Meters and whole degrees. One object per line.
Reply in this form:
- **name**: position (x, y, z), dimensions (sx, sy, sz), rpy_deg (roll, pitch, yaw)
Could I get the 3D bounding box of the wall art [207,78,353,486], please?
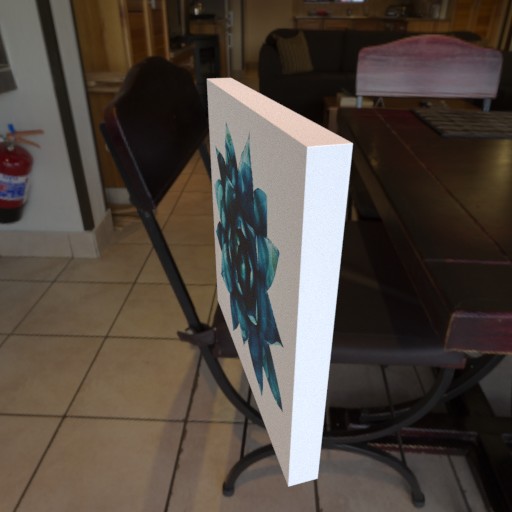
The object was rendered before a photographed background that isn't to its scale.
- **wall art**: position (0.000, 0.000, 0.605), dimensions (0.038, 0.406, 0.406), rpy_deg (-8, 30, -14)
